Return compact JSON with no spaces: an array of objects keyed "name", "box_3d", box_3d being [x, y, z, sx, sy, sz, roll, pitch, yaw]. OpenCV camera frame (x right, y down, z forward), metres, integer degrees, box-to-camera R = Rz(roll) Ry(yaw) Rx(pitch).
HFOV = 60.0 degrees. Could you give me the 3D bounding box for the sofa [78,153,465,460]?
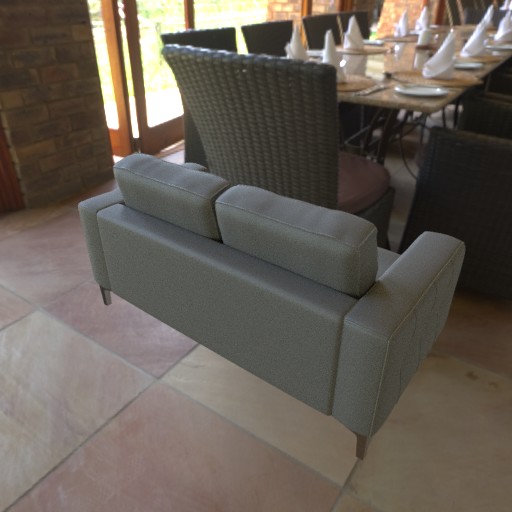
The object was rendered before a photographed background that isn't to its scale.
[{"name":"sofa","box_3d":[0.000,0.000,2.187,1.726,0.893,0.833,22,37,32]}]
